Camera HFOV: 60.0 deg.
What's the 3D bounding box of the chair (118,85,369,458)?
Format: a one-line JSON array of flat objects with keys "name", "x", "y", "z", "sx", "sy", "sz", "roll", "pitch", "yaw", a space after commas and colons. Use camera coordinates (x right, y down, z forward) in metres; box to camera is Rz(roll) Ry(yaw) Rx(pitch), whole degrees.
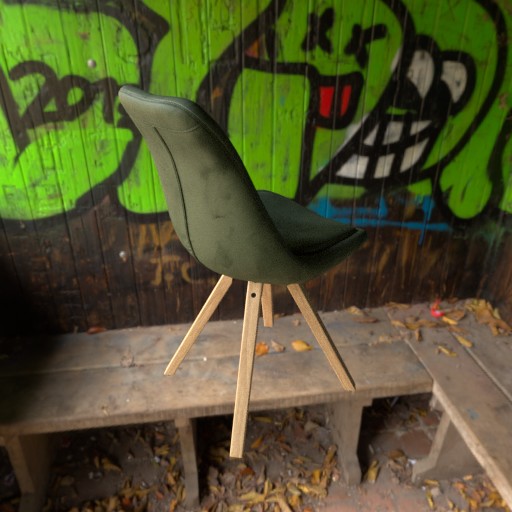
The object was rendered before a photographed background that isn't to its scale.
[{"name": "chair", "x": 0.000, "y": 0.000, "z": 1.181, "sx": 0.547, "sy": 0.865, "sz": 0.483, "roll": -19, "pitch": 33, "yaw": -32}]
